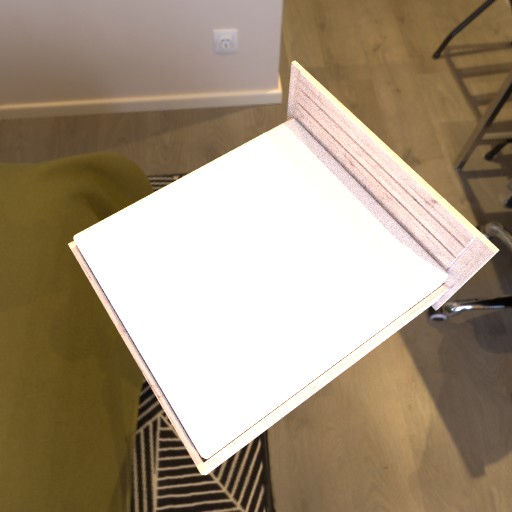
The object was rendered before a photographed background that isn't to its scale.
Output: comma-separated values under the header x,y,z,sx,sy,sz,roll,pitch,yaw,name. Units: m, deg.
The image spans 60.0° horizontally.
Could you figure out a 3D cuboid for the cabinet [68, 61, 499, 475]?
x,y,z,sx,sy,sz,roll,pitch,yaw,name
0.000,0.000,3.079,2.080,0.970,1.950,-32,67,-15,cabinet
